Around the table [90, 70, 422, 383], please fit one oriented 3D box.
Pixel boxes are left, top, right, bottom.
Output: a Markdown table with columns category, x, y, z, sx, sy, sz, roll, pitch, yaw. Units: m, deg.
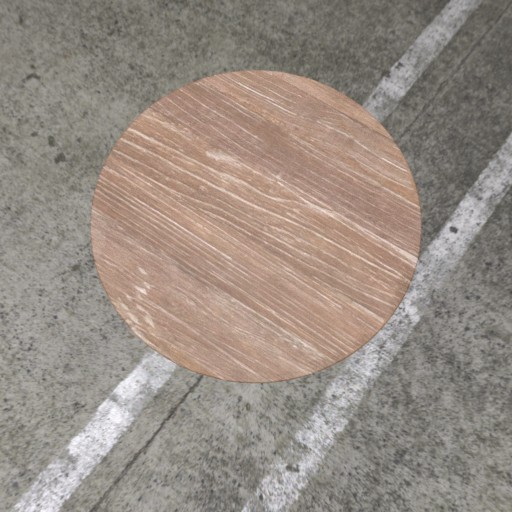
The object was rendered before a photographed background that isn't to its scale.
| category | x | y | z | sx | sy | sz | roll | pitch | yaw |
| --- | --- | --- | --- | --- | --- | --- | --- | --- | --- |
| table | 0.000 | 0.000 | 0.973 | 0.527 | 0.551 | 0.527 | 0 | 75 | 0 |
